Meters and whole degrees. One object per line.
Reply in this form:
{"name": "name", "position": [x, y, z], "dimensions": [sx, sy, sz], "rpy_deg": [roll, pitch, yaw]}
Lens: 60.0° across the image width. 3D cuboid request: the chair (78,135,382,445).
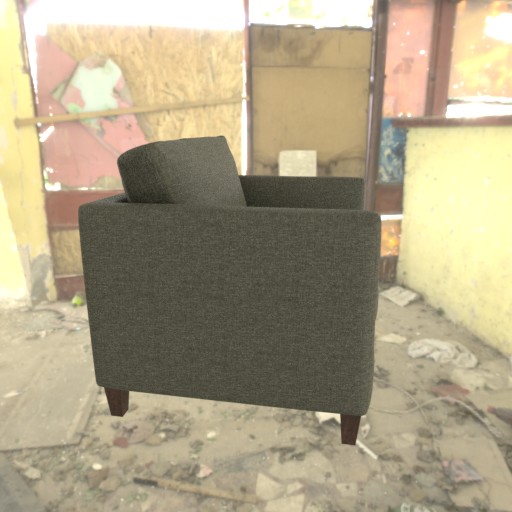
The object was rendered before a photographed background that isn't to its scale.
{"name": "chair", "position": [0.000, 0.000, 1.852], "dimensions": [0.959, 0.963, 1.107], "rpy_deg": [3, 16, 10]}
